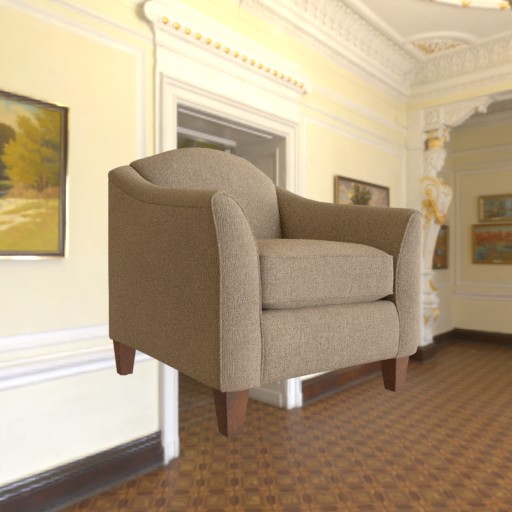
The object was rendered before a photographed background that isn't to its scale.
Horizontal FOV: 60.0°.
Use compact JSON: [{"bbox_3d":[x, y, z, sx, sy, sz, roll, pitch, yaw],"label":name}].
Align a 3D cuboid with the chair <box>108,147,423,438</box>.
[{"bbox_3d":[0.000,0.000,1.471,0.763,0.839,0.787,0,0,-35],"label":"chair"}]
